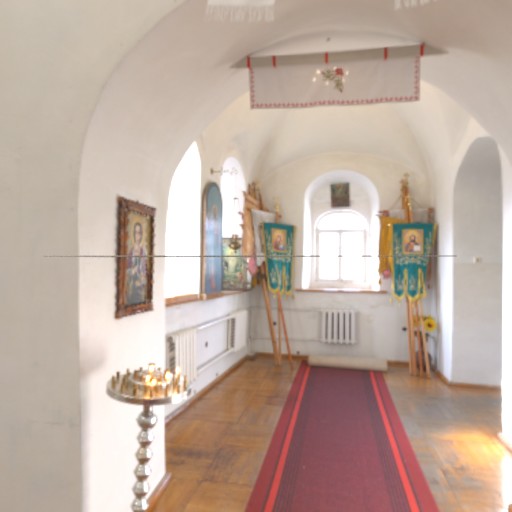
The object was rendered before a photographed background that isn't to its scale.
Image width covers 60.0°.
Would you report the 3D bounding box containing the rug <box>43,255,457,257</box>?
[{"bbox_3d":[0.000,0.000,3.051,2.433,0.007,1.507,0,0,-35],"label":"rug"}]
